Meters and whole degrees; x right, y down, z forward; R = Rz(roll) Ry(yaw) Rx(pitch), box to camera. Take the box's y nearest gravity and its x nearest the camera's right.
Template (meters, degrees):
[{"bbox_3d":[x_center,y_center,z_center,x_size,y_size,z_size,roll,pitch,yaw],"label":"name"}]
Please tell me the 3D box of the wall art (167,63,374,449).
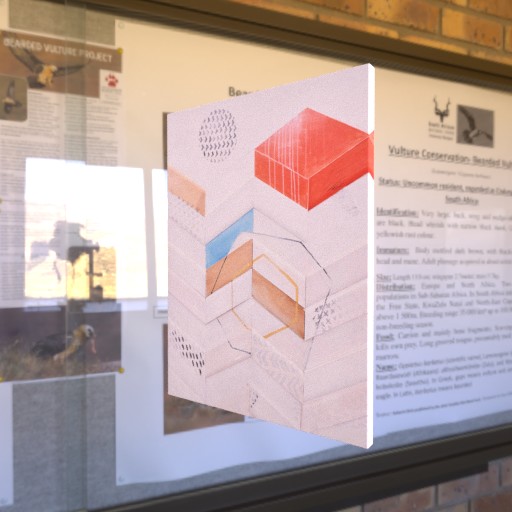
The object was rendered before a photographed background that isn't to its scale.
[{"bbox_3d":[0.000,0.000,1.401,0.759,1.014,0.045,1,1,36],"label":"wall art"}]
